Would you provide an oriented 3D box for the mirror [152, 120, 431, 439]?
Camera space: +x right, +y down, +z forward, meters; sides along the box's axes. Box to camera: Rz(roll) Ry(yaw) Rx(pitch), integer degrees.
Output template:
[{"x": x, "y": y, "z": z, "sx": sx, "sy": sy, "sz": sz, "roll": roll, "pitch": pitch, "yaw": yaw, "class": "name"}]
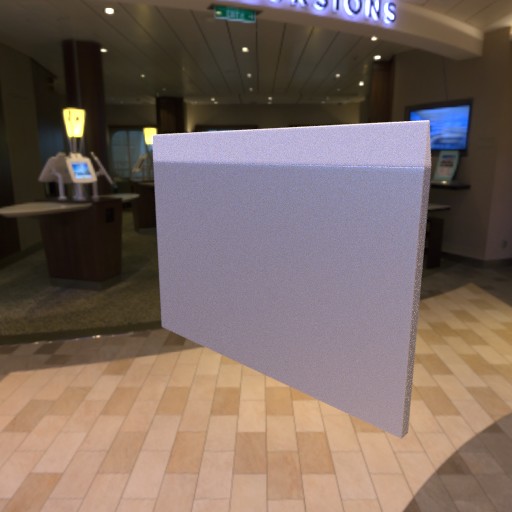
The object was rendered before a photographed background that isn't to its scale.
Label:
[{"x": 0.000, "y": 0.000, "z": 1.150, "sx": 0.870, "sy": 0.630, "sz": 0.030, "roll": 12, "pitch": 18, "yaw": 43, "class": "mirror"}]
